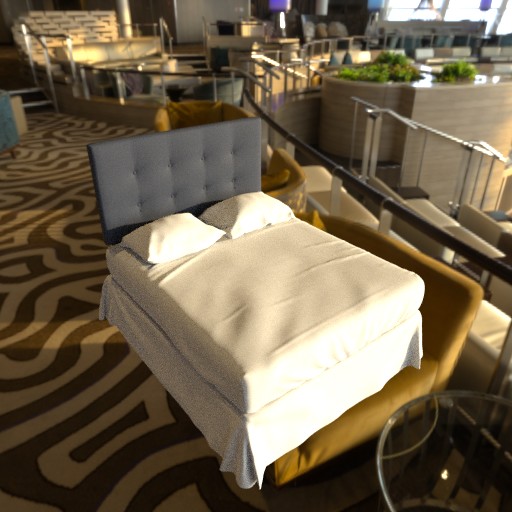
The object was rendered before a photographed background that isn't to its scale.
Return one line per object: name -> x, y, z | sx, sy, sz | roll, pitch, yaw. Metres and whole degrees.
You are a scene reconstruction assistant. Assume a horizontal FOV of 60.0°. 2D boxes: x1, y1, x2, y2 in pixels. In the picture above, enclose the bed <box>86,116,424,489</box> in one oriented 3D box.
bed -> 0.000, 0.000, 3.407 | 1.936, 1.577, 2.222 | -21, 35, -33
